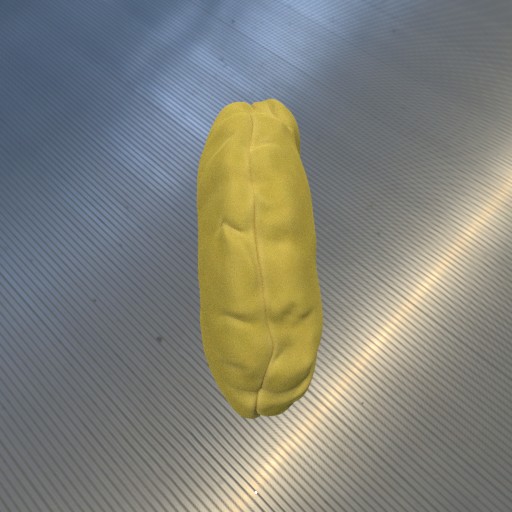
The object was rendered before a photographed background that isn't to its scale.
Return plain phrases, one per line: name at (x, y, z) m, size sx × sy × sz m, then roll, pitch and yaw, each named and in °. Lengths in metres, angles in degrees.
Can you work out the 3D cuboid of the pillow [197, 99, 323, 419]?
pillow at (0.000, 0.000, 0.624) m, size 0.148 × 0.407 × 0.428 m, roll -2°, pitch 62°, yaw -1°
